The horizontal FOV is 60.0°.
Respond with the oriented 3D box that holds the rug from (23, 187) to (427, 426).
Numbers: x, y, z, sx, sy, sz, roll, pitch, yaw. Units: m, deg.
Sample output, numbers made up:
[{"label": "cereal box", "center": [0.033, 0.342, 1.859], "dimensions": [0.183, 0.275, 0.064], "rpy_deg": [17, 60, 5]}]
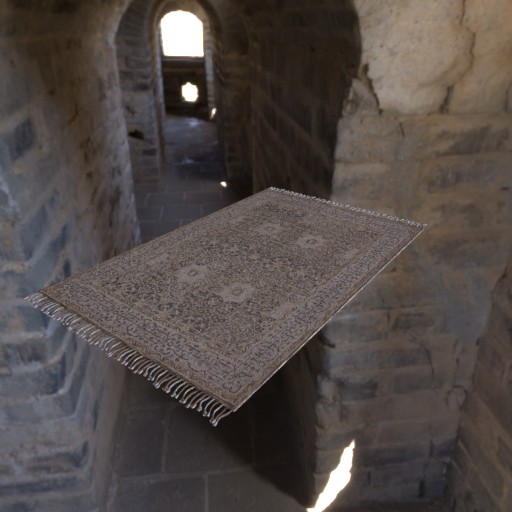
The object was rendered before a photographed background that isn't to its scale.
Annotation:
[{"label": "rug", "center": [0.000, 0.000, 2.464], "dimensions": [1.237, 0.010, 2.029], "rpy_deg": [20, 33, 32]}]
